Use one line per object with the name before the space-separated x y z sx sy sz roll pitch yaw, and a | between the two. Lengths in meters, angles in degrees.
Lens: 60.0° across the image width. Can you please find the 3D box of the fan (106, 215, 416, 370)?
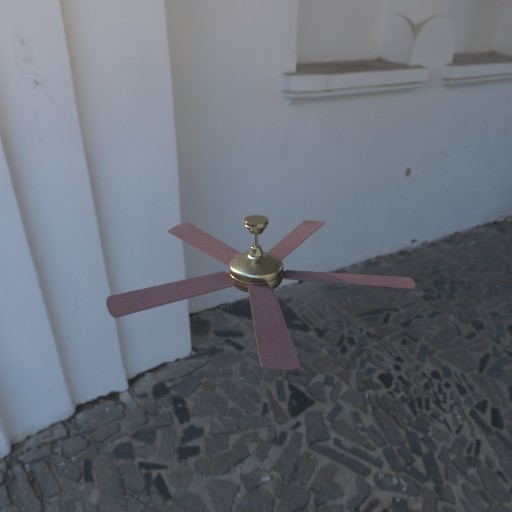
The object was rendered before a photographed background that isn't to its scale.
fan | 0.000 0.000 2.008 1.321 0.356 1.321 -8 28 -15
